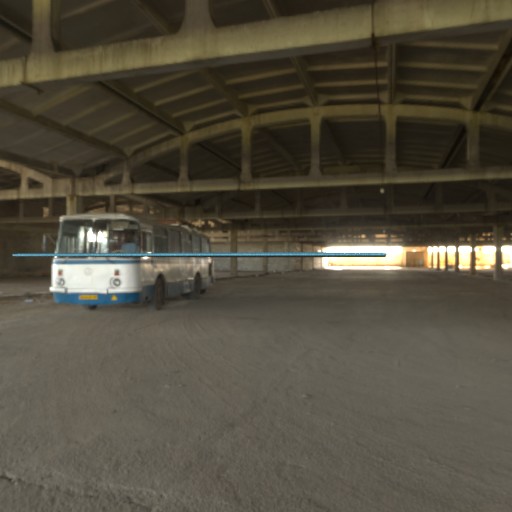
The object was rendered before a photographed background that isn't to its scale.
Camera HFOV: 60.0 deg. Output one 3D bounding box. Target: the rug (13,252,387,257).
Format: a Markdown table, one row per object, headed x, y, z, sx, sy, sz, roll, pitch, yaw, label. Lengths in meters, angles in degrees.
| x | y | z | sx | sy | sz | roll | pitch | yaw | label |
| --- | --- | --- | --- | --- | --- | --- | --- | --- | --- |
| 0.000 | 0.000 | 2.756 | 1.554 | 0.012 | 2.205 | 0 | 0 | 16 | rug |
